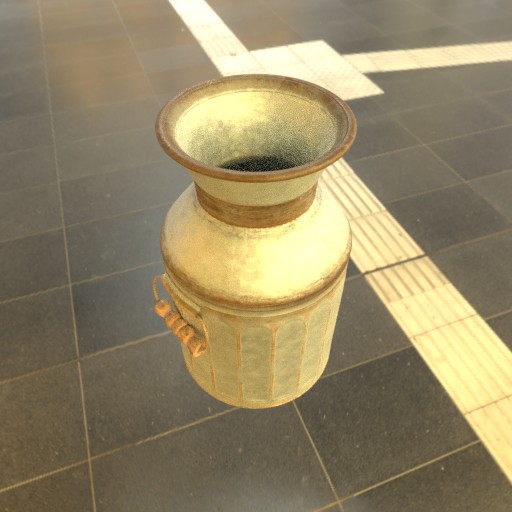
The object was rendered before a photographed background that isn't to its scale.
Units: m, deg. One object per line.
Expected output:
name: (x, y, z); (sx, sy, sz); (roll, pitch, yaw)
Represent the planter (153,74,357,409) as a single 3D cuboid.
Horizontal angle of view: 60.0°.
planter: (0.000, 0.000, 0.522); (0.248, 0.358, 0.215); (-31, 54, -26)
